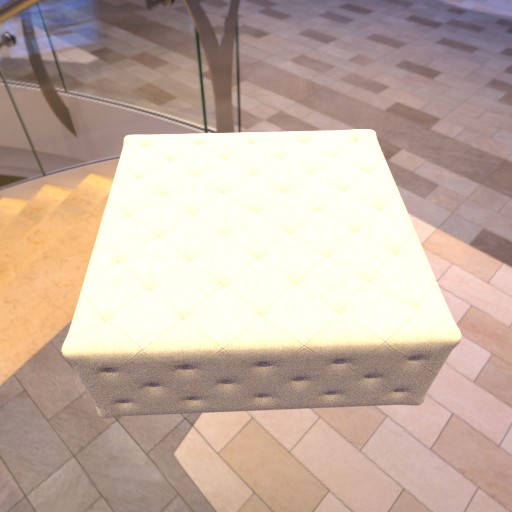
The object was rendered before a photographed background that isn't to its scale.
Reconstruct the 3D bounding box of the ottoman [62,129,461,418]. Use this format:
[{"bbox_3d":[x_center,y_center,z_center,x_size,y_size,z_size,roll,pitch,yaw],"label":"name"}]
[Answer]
[{"bbox_3d":[0.000,0.000,1.612,1.028,0.439,1.028,-2,47,-2],"label":"ottoman"}]
